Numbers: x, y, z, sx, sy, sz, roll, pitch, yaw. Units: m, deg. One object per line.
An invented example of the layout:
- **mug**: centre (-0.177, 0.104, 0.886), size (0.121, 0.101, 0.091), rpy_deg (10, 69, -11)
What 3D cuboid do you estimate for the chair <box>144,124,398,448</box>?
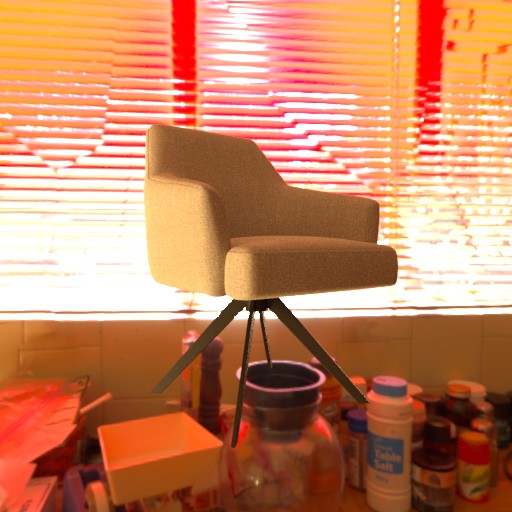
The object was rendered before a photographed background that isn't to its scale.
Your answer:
- **chair**: centre (0.000, 0.000, 1.360), size (0.642, 0.874, 0.677), rpy_deg (-1, 2, -36)
